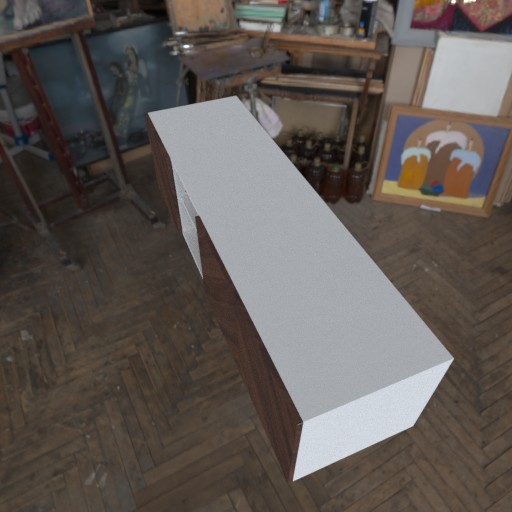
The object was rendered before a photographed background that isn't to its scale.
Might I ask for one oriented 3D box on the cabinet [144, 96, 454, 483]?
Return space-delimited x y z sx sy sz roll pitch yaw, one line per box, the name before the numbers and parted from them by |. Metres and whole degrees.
cabinet | 0.000 0.000 1.705 0.431 0.533 1.499 -17 48 -16
